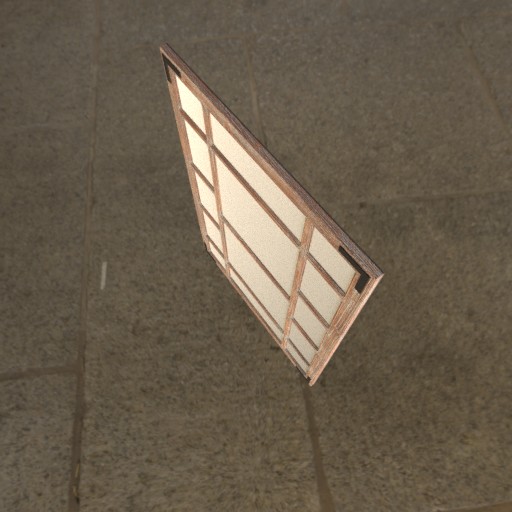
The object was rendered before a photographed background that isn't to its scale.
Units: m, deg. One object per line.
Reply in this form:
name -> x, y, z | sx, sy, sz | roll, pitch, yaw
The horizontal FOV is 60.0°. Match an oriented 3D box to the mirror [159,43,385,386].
mirror -> 0.000, 0.000, 1.314 | 0.025, 0.996, 0.705 | -33, 68, -15
